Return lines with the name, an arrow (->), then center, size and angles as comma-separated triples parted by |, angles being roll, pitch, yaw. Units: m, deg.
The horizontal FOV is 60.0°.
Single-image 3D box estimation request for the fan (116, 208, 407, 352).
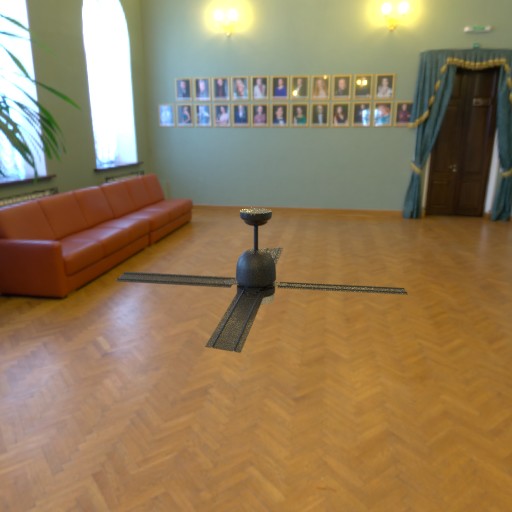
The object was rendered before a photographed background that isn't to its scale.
fan -> 0.000, 0.000, 1.994 | 1.319, 0.410, 1.319 | 2, 15, 7
